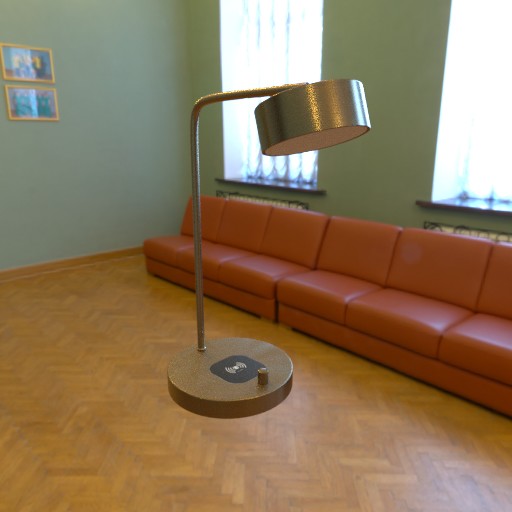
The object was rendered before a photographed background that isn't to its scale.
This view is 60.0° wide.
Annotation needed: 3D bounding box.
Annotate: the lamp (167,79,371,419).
[{"bbox_3d":[0.000,0.000,0.531,0.171,0.380,0.270,-15,21,-43],"label":"lamp"}]
